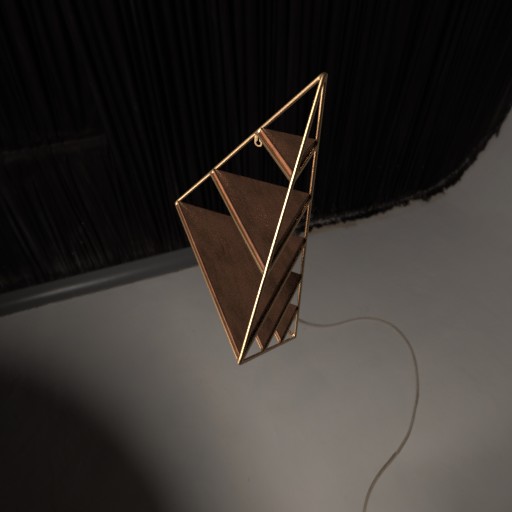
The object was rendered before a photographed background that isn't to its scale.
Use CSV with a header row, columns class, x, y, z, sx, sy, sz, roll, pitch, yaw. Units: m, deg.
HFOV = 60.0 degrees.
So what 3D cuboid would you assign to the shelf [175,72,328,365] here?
class,x,y,z,sx,sy,sz,roll,pitch,yaw
shelf,0.000,0.000,1.146,0.294,0.913,0.564,-15,48,-14
